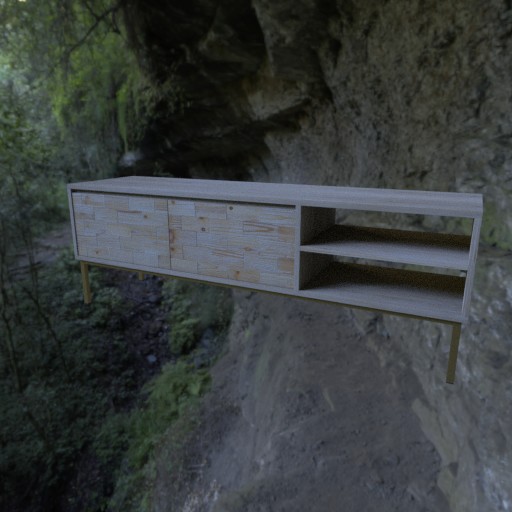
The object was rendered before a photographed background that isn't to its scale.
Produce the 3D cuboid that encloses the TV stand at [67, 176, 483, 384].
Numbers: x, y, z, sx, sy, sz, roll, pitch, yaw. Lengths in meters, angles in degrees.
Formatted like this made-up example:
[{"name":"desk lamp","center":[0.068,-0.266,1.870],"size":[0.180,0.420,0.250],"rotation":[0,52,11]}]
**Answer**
[{"name":"TV stand","center":[0.000,0.000,1.817],"size":[1.600,0.550,0.420],"rotation":[7,17,25]}]
